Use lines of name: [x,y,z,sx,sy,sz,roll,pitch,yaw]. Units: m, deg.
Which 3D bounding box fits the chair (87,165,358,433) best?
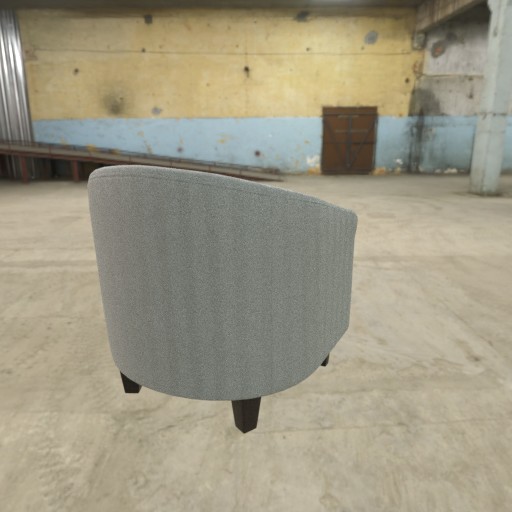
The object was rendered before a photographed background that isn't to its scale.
chair: [0.000,0.000,1.707,0.756,0.757,1.288,8,17,26]
